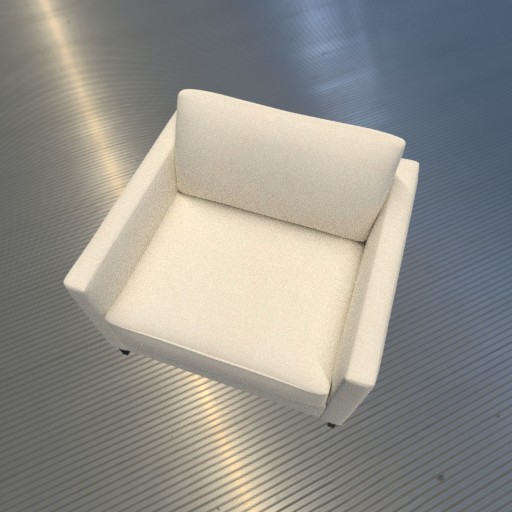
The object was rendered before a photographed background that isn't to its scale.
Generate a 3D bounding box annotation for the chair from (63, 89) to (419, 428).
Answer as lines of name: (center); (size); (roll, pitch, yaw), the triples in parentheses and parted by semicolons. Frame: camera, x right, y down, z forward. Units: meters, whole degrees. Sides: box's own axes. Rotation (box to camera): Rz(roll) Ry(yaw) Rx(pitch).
chair: (0.000, 0.000, 1.613); (0.964, 0.806, 0.875); (16, 59, 10)
